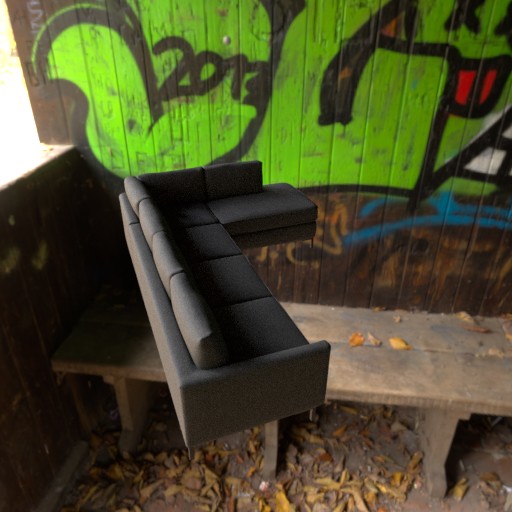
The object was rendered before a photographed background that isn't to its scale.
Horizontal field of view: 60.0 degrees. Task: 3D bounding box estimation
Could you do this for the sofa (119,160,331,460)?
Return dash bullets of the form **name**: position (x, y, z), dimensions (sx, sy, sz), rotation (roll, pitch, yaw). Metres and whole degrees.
- **sofa**: position (0.000, 0.000, 3.876), dimensions (1.984, 0.858, 2.972), rotation (-11, 31, -18)
